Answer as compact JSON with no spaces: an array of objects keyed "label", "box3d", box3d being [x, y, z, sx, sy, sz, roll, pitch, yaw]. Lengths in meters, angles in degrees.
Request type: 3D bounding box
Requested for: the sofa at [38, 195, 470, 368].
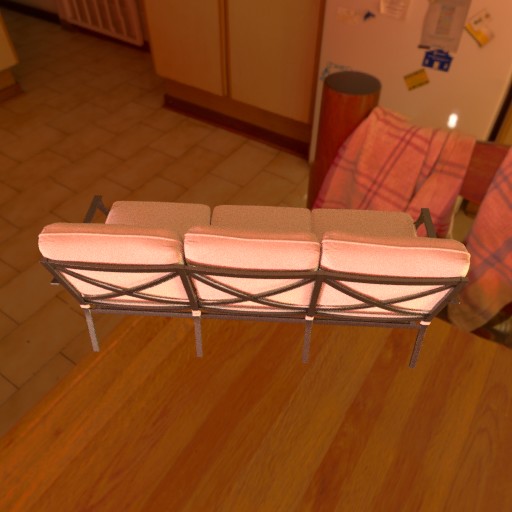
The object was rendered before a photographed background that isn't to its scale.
[{"label":"sofa","box3d":[0.000,0.000,2.210,1.740,0.860,0.787,3,47,2]}]
